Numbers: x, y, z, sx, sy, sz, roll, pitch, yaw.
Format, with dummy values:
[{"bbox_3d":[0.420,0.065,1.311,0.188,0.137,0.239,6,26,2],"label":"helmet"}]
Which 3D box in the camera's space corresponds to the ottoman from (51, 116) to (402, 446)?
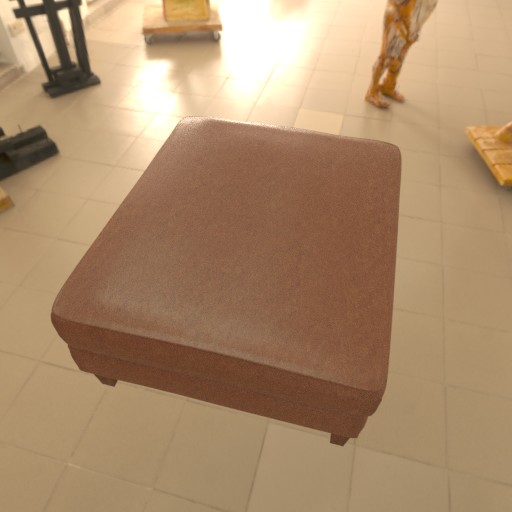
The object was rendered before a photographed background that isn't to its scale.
[{"bbox_3d":[0.000,0.000,1.456,0.836,0.472,0.987,11,48,10],"label":"ottoman"}]
